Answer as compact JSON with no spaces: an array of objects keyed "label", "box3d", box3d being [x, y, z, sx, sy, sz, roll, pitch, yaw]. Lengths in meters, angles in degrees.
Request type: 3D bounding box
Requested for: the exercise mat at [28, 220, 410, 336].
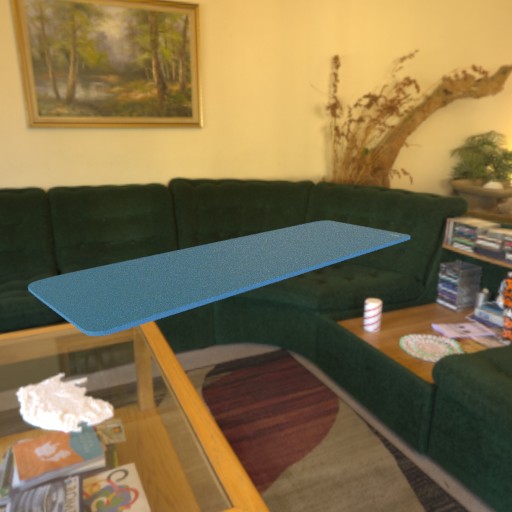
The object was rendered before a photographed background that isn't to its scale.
[{"label":"exercise mat","box3d":[0.000,0.000,2.102,1.869,0.021,0.616,-14,21,-41]}]
